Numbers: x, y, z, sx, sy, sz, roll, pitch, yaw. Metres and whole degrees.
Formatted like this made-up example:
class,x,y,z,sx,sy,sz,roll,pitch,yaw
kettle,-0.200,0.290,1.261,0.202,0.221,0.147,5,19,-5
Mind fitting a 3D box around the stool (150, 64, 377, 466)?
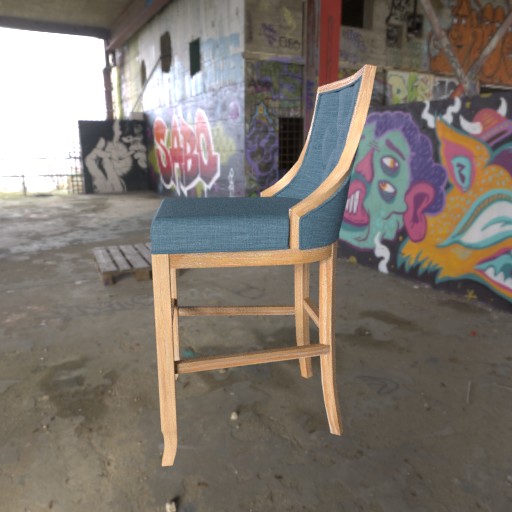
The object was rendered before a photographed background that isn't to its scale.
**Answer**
class,x,y,z,sx,sy,sz,roll,pitch,yaw
stool,0.000,0.000,1.440,0.626,1.101,0.524,-2,14,-8
